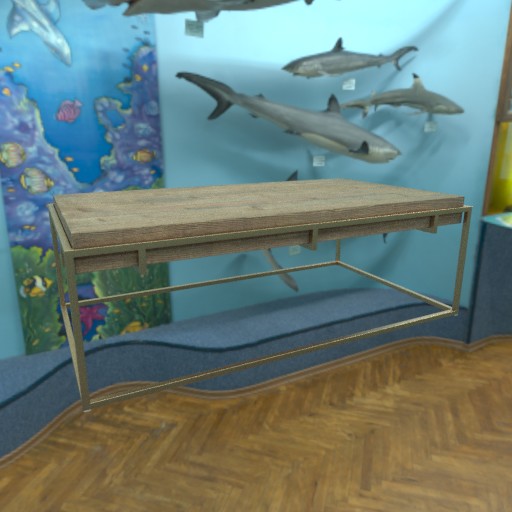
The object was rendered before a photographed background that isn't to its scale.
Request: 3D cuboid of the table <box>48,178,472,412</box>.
[{"bbox_3d":[0.000,0.000,1.709,1.387,0.468,0.775,-8,18,-26],"label":"table"}]
